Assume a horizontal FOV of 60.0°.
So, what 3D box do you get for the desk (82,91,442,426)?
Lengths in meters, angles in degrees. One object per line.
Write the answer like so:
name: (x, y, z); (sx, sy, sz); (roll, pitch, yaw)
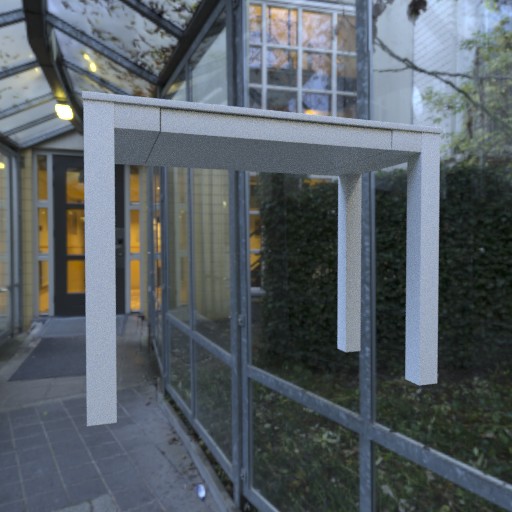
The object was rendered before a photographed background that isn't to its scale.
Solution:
desk: (0.000, 0.000, 1.398); (0.990, 0.762, 0.497); (-1, 2, -19)
